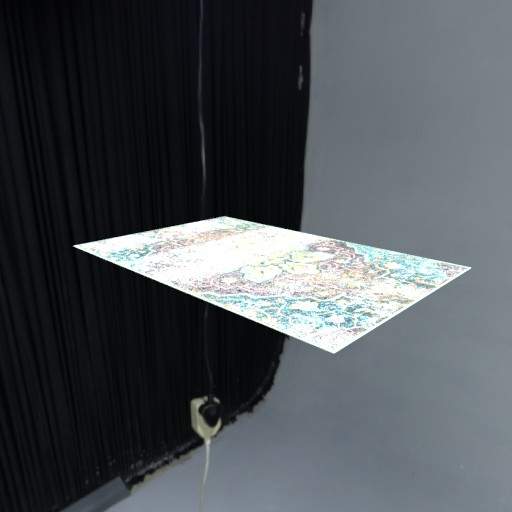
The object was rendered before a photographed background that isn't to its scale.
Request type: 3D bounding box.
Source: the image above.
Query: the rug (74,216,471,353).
[{"bbox_3d":[0.000,0.000,3.073,1.566,0.004,2.363,-16,23,-43],"label":"rug"}]
